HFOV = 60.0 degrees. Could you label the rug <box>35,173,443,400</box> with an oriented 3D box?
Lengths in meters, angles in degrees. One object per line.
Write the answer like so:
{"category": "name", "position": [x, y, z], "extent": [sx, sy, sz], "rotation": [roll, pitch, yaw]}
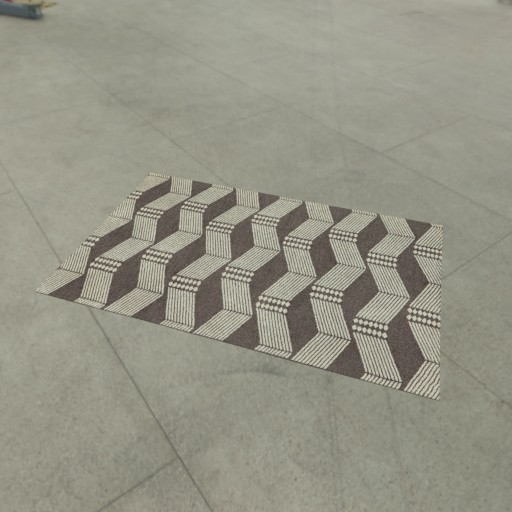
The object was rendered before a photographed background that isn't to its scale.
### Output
{"category": "rug", "position": [0.000, 0.000, 3.047], "extent": [2.435, 0.011, 1.517], "rotation": [12, 43, 14]}
